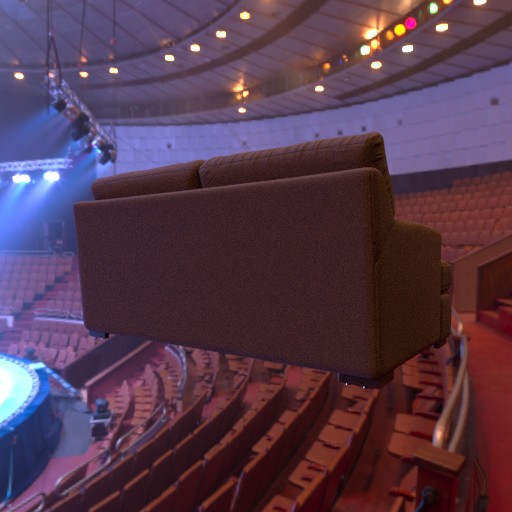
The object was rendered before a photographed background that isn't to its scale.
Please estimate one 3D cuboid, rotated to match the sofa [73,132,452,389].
[{"bbox_3d":[0.000,0.000,2.466,1.869,0.950,1.140,0,0,36],"label":"sofa"}]
